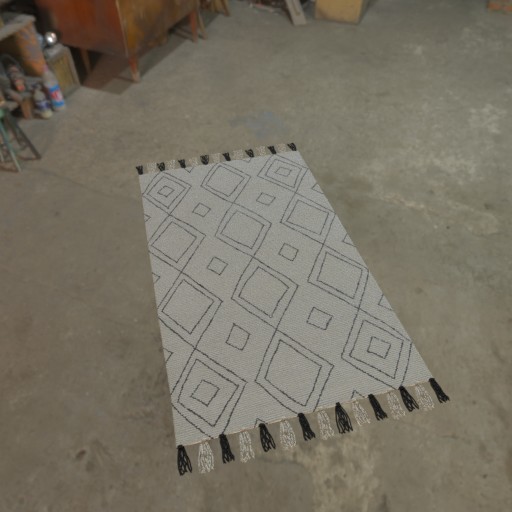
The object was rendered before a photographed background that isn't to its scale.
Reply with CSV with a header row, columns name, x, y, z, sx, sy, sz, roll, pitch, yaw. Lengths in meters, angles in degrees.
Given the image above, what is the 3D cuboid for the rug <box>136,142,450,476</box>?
name,x,y,z,sx,sy,sz,roll,pitch,yaw
rug,0.000,0.000,3.242,1.524,0.021,2.755,-11,48,-10
